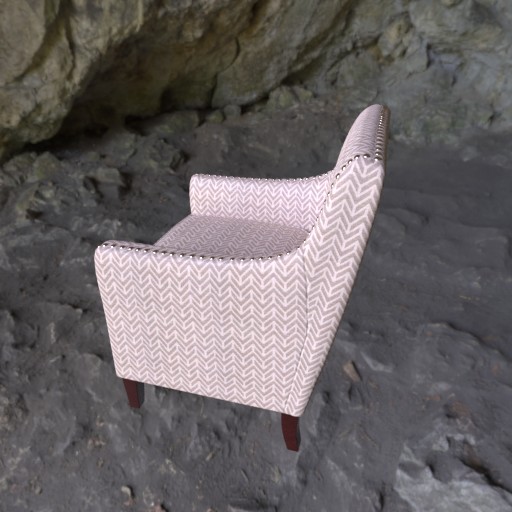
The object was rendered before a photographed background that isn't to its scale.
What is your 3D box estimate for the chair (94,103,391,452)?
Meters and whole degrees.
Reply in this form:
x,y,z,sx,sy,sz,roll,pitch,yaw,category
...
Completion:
x,y,z,sx,sy,sz,roll,pitch,yaw,category
0.000,0.000,1.292,0.651,0.816,0.623,8,29,14,chair
